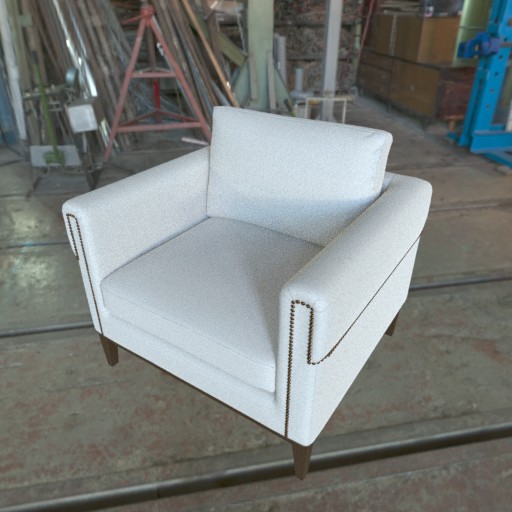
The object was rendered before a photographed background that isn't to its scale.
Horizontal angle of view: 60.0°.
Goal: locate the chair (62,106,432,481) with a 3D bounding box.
[{"bbox_3d":[0.000,0.000,1.637,0.982,0.915,0.896,19,36,29],"label":"chair"}]
